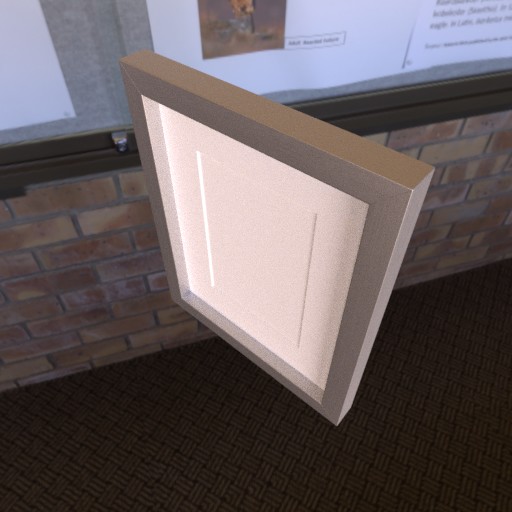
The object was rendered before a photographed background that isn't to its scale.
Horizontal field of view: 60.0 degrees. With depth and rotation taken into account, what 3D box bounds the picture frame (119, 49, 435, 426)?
[{"bbox_3d":[0.000,0.000,0.380,0.233,0.282,0.036,32,54,27],"label":"picture frame"}]
